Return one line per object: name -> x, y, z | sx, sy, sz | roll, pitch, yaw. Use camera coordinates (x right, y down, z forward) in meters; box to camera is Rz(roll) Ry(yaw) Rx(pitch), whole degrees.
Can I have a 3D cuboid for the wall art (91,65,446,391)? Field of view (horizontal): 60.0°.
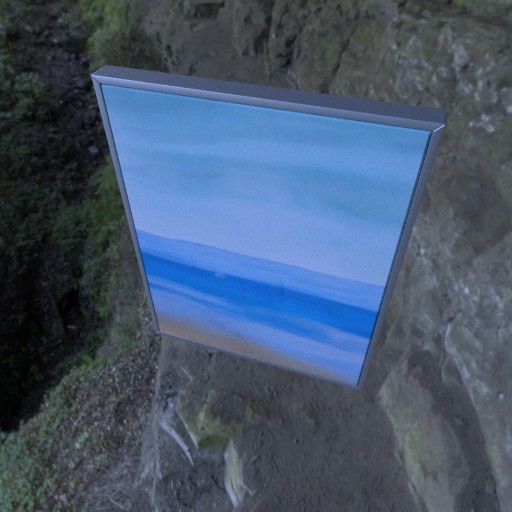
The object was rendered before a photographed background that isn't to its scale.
wall art -> 0.000, 0.000, 0.733 | 0.445, 0.553, 0.039 | 13, 44, 13
